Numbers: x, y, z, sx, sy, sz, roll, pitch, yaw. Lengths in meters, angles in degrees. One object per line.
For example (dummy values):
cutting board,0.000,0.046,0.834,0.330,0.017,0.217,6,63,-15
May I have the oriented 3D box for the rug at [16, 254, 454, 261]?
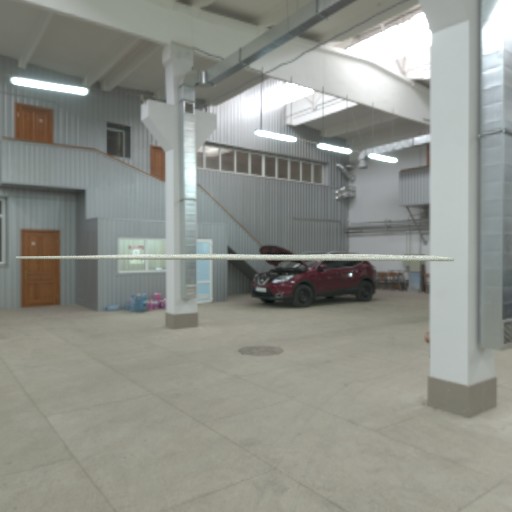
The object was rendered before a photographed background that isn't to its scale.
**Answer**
rug,0.000,0.000,3.846,2.921,0.032,2.311,0,0,18
